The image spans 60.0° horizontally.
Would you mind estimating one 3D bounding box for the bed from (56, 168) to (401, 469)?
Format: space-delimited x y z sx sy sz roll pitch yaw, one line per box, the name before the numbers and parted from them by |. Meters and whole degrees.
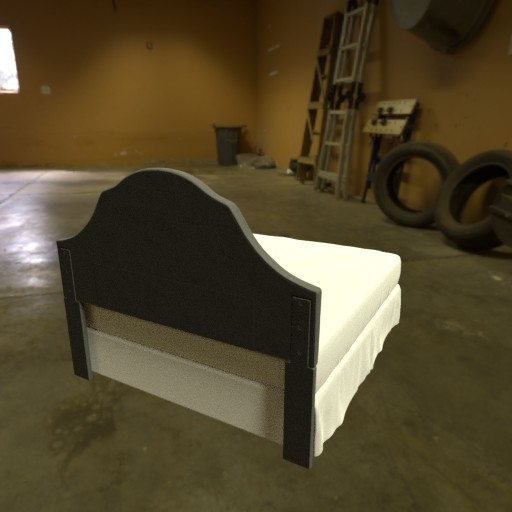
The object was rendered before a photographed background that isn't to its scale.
bed | 0.000 0.000 3.620 2.008 1.615 2.214 10 20 28
